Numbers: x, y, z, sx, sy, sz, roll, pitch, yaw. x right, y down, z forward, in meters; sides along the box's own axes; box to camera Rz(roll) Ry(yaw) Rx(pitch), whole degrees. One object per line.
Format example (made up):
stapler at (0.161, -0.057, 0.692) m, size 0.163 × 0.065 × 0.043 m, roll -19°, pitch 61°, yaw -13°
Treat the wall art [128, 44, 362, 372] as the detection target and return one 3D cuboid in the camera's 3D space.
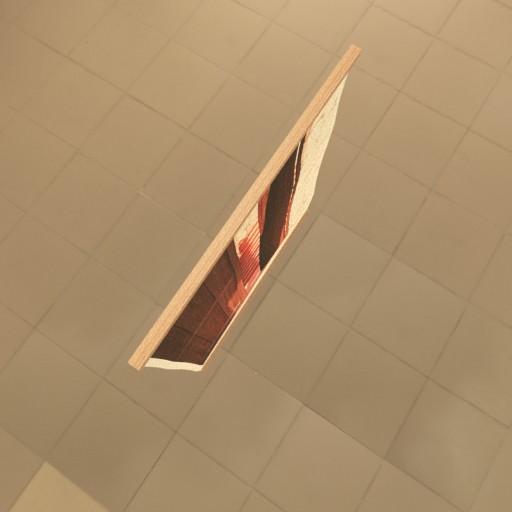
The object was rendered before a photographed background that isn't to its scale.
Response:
wall art at (0.000, 0.000, 0.687) m, size 0.013 × 0.508 × 0.406 m, roll 32°, pitch 77°, yaw 8°
